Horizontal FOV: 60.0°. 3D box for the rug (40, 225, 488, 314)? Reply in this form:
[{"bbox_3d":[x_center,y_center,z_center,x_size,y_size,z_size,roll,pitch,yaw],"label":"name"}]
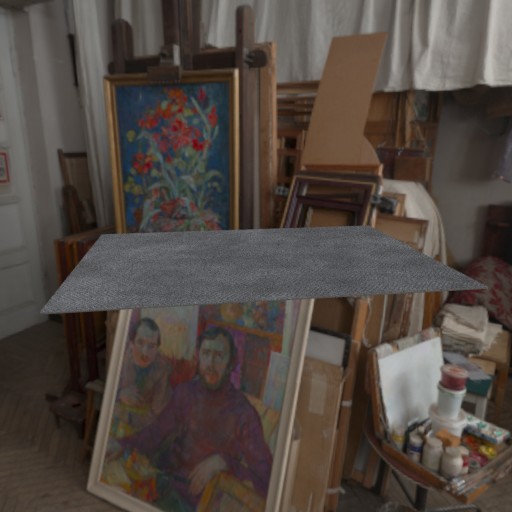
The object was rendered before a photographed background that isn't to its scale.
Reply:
[{"bbox_3d":[0.000,0.000,2.930,2.235,0.008,1.600,-2,16,-8],"label":"rug"}]
